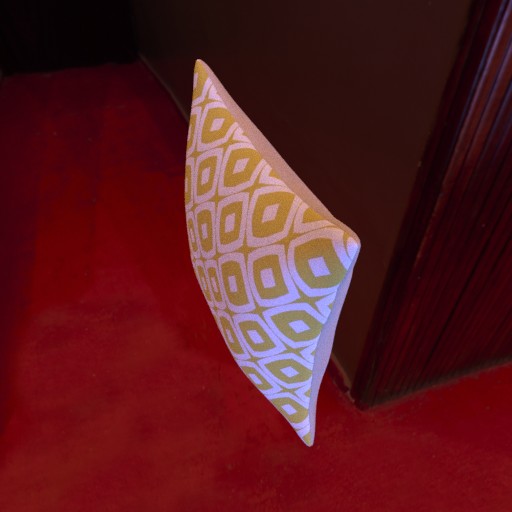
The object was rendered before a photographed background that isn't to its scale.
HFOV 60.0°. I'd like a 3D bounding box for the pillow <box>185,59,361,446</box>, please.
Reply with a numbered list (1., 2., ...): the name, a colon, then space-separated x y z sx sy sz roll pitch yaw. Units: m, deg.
1. pillow: 0.000 0.000 0.766 0.188 0.494 0.504 -17 47 -16
